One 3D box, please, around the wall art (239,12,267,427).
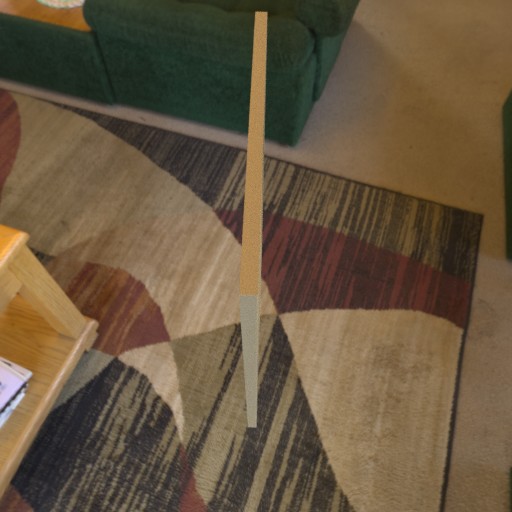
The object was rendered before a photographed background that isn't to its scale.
[{"bbox_3d":[0.000,0.000,1.342,0.034,1.042,0.789,1,58,1],"label":"wall art"}]
